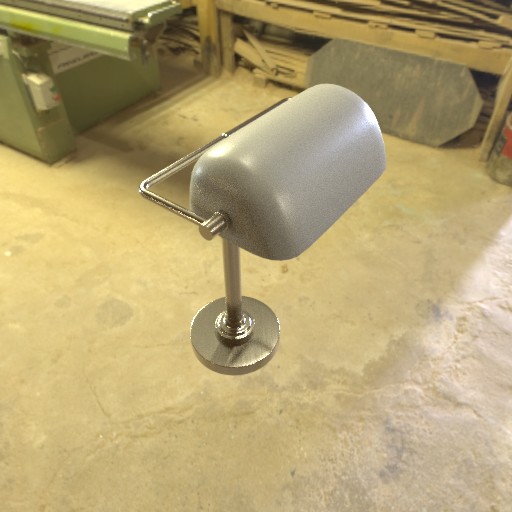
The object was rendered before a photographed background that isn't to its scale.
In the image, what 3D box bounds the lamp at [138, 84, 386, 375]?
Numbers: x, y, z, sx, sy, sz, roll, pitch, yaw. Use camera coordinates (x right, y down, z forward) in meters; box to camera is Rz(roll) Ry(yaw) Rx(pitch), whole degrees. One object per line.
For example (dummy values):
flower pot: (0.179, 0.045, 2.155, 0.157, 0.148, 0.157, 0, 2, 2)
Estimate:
lamp: (0.000, 0.000, 0.566, 0.227, 0.404, 0.269, 27, 49, 26)
